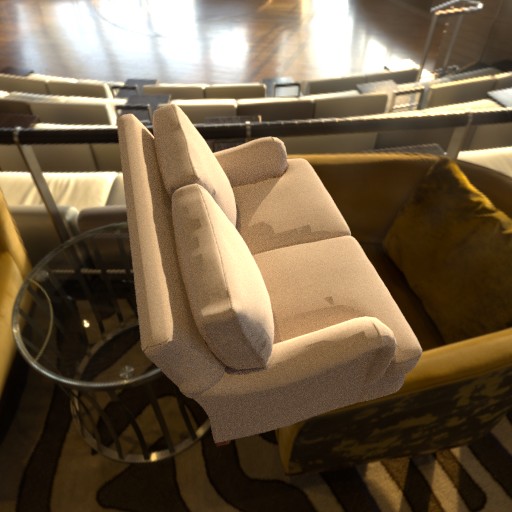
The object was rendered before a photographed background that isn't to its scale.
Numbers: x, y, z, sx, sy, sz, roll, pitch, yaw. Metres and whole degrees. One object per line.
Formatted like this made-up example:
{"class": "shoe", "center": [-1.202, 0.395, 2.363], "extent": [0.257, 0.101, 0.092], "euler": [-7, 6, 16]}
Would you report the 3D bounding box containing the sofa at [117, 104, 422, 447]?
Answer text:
{"class": "sofa", "center": [0.000, 0.000, 2.209], "extent": [1.087, 1.048, 1.508], "euler": [-11, 47, -10]}
